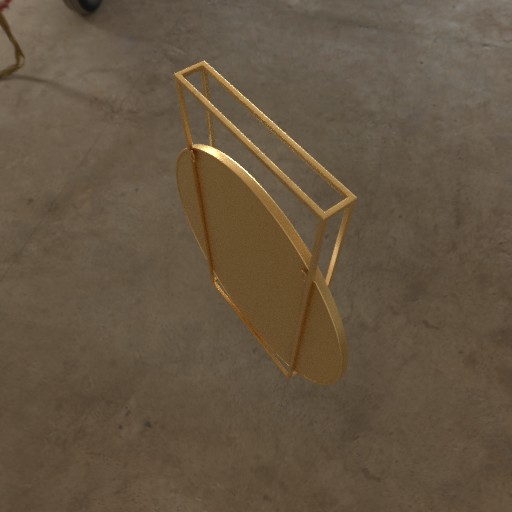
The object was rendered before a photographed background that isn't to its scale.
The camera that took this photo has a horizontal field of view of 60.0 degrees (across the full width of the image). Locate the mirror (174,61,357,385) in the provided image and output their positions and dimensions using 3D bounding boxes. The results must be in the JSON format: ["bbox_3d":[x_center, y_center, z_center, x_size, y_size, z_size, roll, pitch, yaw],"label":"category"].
[{"bbox_3d":[0.000,0.000,0.815,0.051,0.603,0.508,-32,64,-19],"label":"mirror"}]
